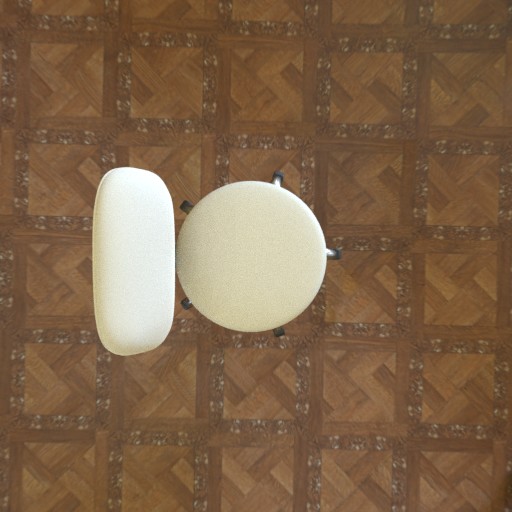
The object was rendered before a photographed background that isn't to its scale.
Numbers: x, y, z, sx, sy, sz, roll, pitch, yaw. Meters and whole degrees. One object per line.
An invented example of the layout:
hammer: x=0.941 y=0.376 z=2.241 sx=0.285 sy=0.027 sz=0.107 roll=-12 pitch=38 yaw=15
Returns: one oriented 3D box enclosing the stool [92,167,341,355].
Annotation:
stool: x=0.000 y=0.000 z=1.238 sx=0.616 sy=0.810 sz=0.609 roll=0 pitch=91 yaw=0
